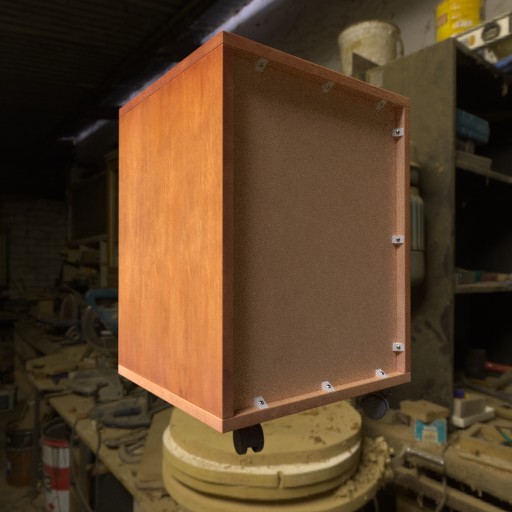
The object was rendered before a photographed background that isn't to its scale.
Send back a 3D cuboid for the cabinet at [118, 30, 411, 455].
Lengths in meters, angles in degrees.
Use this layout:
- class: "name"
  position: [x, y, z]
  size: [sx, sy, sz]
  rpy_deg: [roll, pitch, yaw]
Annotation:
- class: "cabinet"
  position: [0.000, 0.000, 0.852]
  size: [0.409, 0.579, 0.401]
  rpy_deg: [0, -1, -37]
